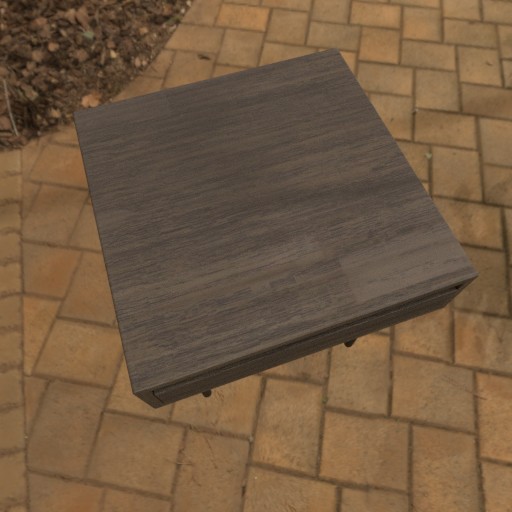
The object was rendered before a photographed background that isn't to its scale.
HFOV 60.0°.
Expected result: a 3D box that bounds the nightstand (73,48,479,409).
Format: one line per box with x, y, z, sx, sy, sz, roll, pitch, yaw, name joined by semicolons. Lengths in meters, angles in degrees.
0.000;0.000;0.920;0.502;0.497;0.503;-17;65;-8;nightstand
